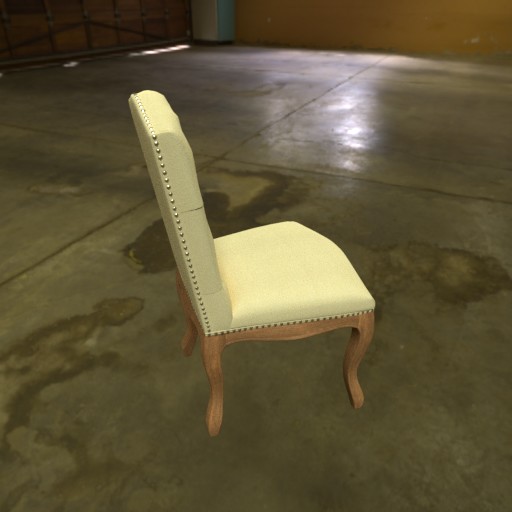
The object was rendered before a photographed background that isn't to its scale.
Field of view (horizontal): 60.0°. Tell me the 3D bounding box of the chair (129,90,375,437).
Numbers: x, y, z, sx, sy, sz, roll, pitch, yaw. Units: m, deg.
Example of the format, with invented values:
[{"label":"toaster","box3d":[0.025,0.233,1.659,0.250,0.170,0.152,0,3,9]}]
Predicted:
[{"label":"chair","box3d":[0.000,0.000,1.593,0.715,1.165,0.623,-10,32,-17]}]
